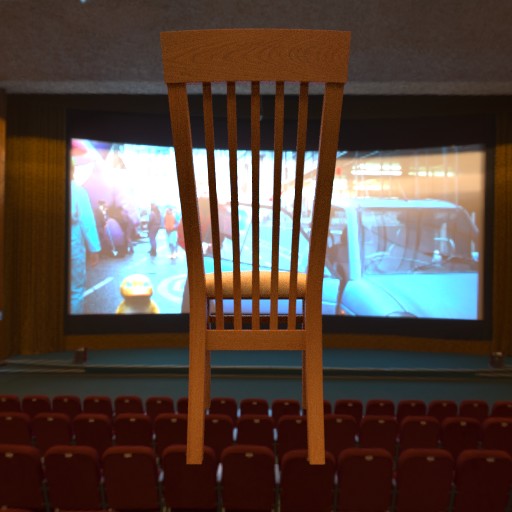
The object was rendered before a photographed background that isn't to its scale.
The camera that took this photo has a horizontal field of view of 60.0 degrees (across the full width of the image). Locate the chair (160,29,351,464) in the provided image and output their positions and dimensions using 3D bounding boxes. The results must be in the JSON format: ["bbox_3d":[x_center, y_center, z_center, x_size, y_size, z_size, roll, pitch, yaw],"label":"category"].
[{"bbox_3d":[0.000,0.000,1.312,0.450,1.050,0.580,0,-1,0],"label":"chair"}]
